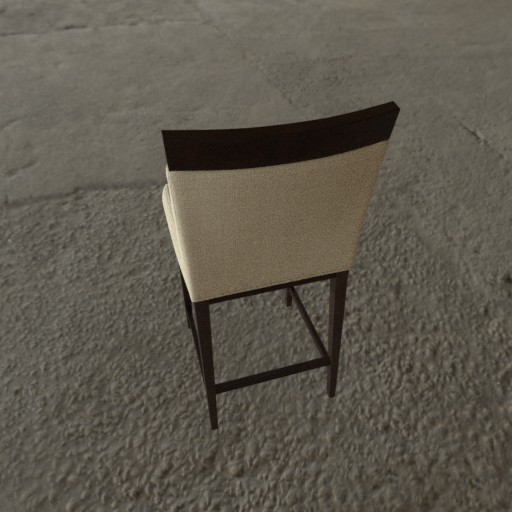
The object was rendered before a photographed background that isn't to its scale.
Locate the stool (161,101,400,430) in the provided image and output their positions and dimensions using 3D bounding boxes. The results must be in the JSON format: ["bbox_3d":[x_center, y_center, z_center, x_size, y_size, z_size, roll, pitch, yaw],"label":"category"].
[{"bbox_3d":[0.000,0.000,1.427,0.511,1.117,0.531,-11,42,-12],"label":"stool"}]
